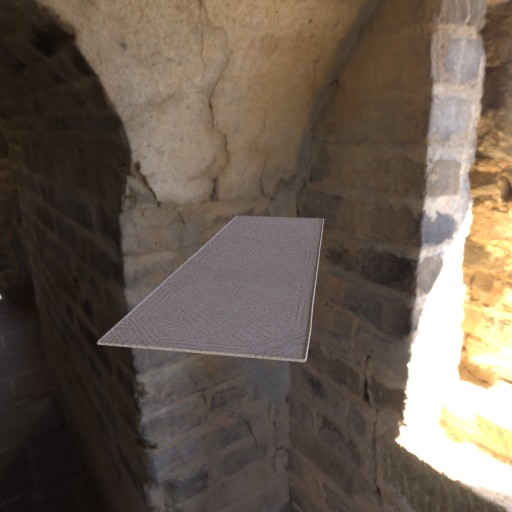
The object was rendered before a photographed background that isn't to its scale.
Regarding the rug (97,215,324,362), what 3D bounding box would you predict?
[{"bbox_3d":[0.000,0.000,2.726,0.775,0.012,2.452,3,17,9],"label":"rug"}]
